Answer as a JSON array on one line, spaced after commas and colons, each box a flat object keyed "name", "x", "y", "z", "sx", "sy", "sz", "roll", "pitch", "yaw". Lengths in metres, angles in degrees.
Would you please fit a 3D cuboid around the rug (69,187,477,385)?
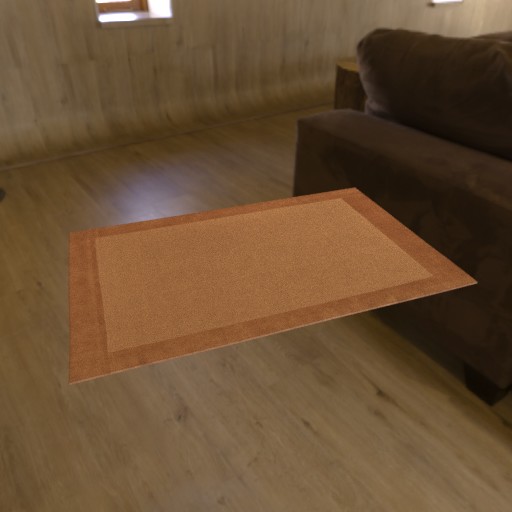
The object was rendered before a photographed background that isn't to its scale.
[{"name": "rug", "x": 0.000, "y": 0.000, "z": 3.060, "sx": 2.438, "sy": 0.014, "sz": 1.524, "roll": -11, "pitch": 35, "yaw": -16}]
